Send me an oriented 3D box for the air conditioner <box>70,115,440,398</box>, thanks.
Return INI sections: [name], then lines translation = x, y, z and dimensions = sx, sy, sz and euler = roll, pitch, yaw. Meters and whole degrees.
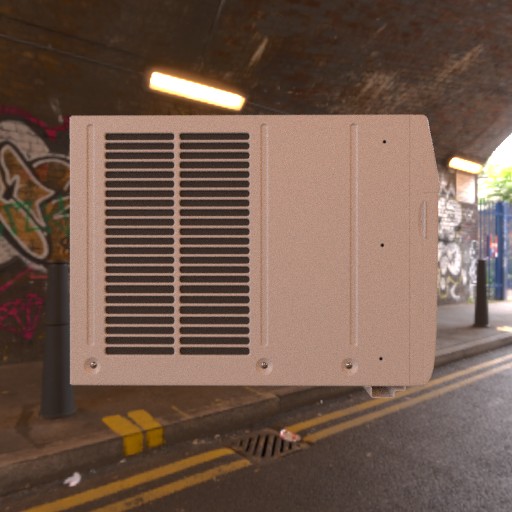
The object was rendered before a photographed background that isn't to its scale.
[air conditioner]
translation = 0.000, 0.000, 1.032
dimensions = 0.599, 0.455, 0.645
euler = 0, 0, 1
